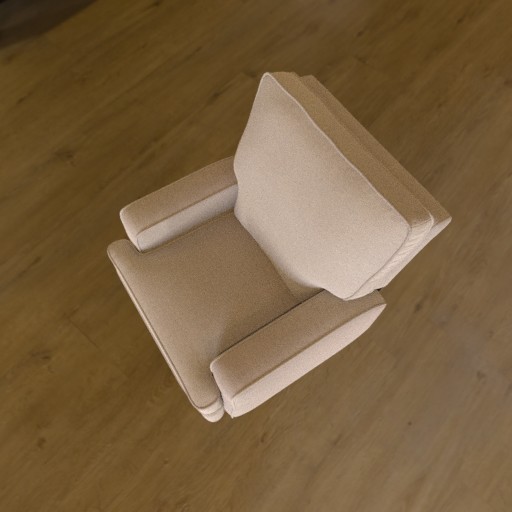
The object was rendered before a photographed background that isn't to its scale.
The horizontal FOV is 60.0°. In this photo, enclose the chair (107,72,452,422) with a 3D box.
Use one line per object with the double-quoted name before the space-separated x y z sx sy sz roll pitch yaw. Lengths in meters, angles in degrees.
"chair" 0.000 0.000 1.698 0.969 0.964 0.861 -30 67 -14
